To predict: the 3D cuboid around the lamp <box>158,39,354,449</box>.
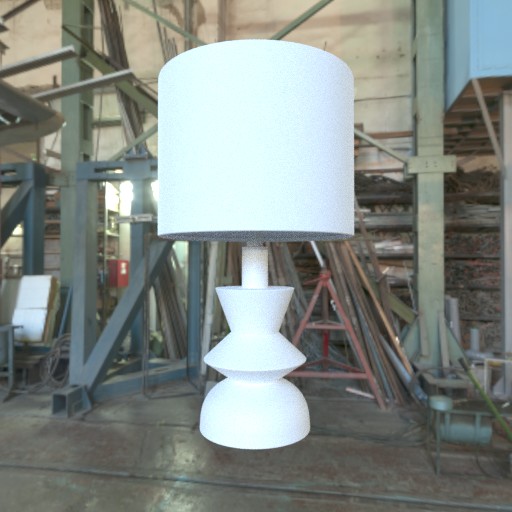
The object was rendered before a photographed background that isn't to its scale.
[{"bbox_3d":[0.000,0.000,0.695,0.301,0.533,0.301,1,-1,-35],"label":"lamp"}]
